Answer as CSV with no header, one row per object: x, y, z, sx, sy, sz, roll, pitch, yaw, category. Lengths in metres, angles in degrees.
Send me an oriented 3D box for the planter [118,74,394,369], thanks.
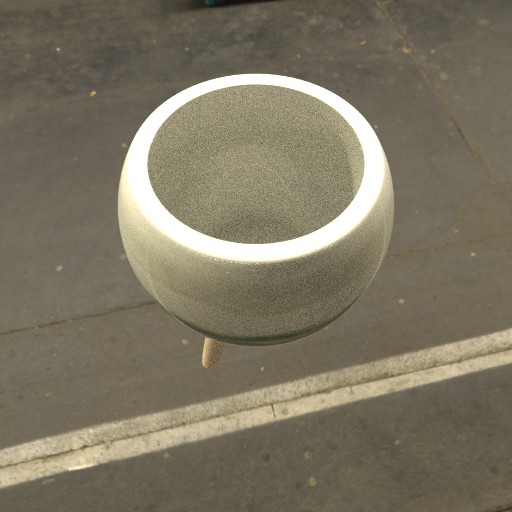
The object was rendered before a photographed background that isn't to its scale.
0.000,0.000,0.433,0.222,0.278,0.222,0,58,0,planter
